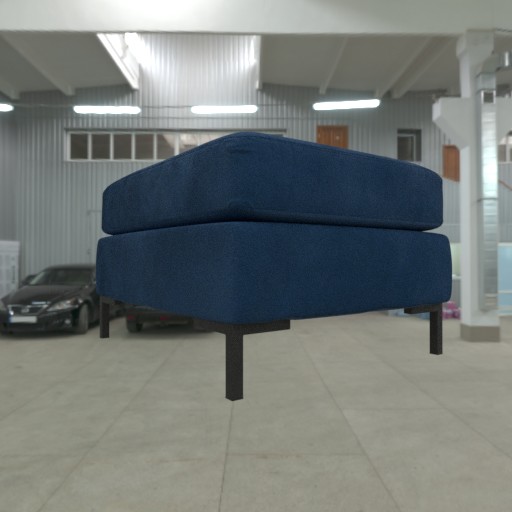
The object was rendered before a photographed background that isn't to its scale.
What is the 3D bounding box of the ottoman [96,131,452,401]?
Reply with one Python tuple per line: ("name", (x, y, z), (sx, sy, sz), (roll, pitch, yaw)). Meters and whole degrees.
("ottoman", (0.000, 0.000, 1.207), (0.655, 0.485, 0.794), (0, 0, -36))
